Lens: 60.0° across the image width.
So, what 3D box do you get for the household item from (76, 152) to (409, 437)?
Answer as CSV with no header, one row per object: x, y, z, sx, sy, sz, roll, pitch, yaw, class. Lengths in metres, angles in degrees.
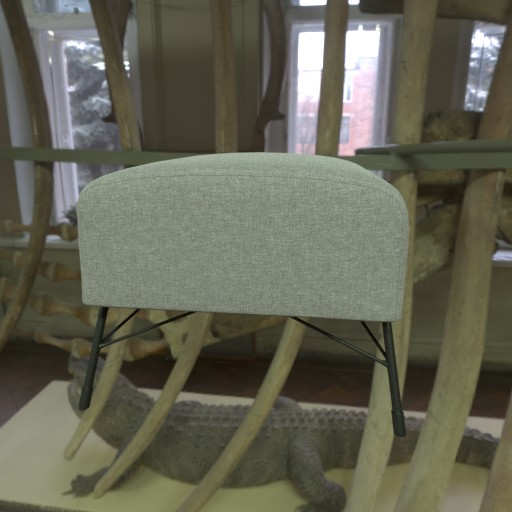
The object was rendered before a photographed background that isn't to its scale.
0.000,0.000,0.903,0.530,0.410,0.530,2,15,7,household item
